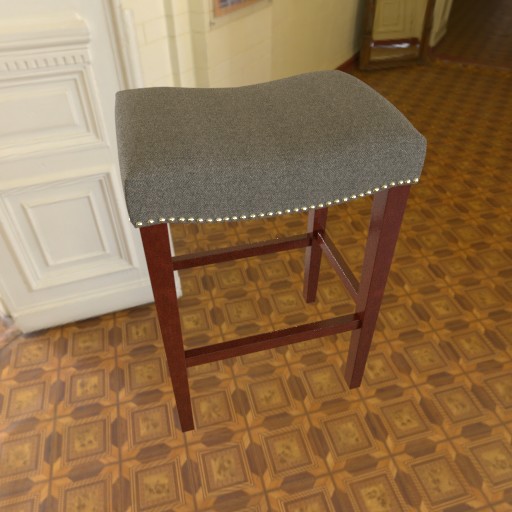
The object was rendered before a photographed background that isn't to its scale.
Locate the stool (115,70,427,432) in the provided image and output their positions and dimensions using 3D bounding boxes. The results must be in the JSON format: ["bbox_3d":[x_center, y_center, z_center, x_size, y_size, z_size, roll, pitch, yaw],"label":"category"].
[{"bbox_3d":[0.000,0.000,1.034,0.504,0.742,0.372,-10,42,-12],"label":"stool"}]
